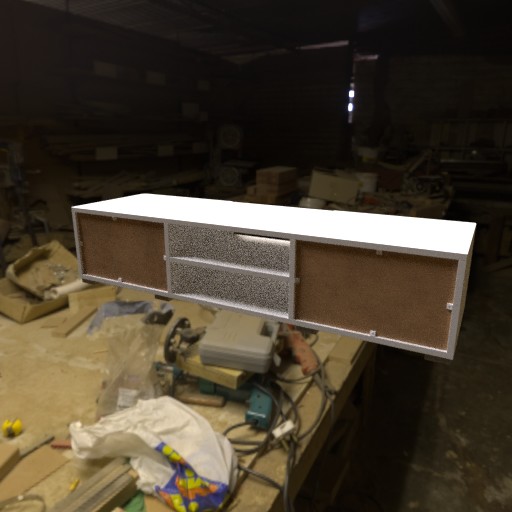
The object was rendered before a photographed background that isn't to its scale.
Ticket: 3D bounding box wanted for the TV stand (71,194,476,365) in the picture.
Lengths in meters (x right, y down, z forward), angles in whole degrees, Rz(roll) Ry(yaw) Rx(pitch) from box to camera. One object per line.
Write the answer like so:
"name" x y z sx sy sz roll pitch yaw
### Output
"TV stand" 0.000 0.000 1.623 1.400 0.310 0.420 9 18 27
